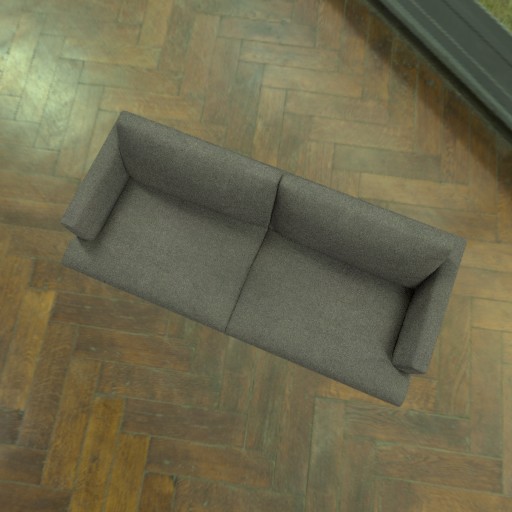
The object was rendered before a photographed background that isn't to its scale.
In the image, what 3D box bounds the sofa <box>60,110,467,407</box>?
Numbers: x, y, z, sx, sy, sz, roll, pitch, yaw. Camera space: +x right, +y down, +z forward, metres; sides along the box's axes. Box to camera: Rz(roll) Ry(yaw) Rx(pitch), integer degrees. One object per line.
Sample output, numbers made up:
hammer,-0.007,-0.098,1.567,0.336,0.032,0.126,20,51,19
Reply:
sofa,0.000,0.000,2.759,2.250,0.868,1.020,22,76,6
